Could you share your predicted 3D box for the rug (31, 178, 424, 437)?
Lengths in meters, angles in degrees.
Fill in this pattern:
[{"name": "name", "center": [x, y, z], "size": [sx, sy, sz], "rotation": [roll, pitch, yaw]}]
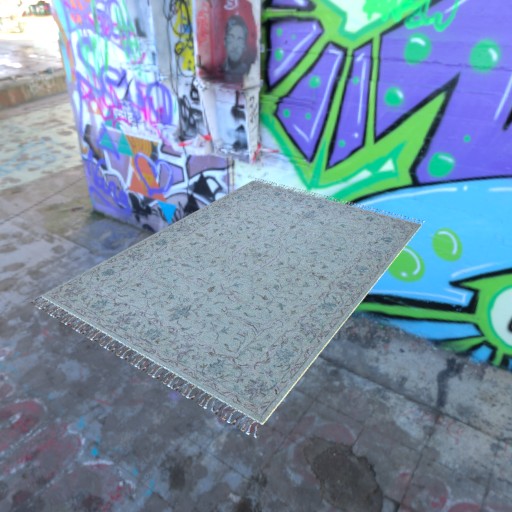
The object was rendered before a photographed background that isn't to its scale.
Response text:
[{"name": "rug", "center": [0.000, 0.000, 2.316], "size": [1.247, 0.008, 1.802], "rotation": [20, 37, 29]}]
